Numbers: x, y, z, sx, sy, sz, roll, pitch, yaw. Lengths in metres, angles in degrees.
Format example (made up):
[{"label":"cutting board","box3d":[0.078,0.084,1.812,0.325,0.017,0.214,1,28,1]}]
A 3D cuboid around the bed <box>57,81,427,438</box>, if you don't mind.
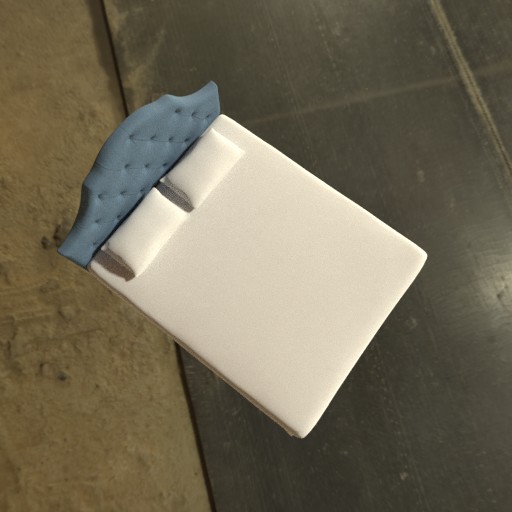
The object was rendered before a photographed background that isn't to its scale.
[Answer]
[{"label":"bed","box3d":[0.000,0.000,3.752,2.477,1.617,2.039,36,78,9]}]
